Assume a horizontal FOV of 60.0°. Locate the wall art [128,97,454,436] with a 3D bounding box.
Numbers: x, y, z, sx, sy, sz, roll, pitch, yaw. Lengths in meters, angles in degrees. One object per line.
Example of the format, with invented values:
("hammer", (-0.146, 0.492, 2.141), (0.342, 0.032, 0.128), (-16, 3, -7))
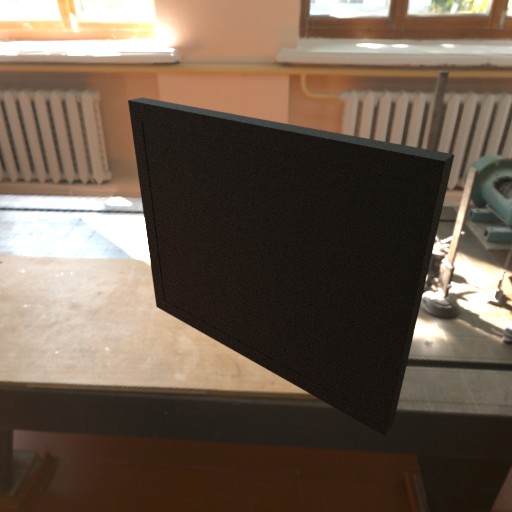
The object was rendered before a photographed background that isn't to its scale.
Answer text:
("wall art", (0.000, 0.000, 0.552), (0.404, 0.329, 0.024), (22, 36, 33))
